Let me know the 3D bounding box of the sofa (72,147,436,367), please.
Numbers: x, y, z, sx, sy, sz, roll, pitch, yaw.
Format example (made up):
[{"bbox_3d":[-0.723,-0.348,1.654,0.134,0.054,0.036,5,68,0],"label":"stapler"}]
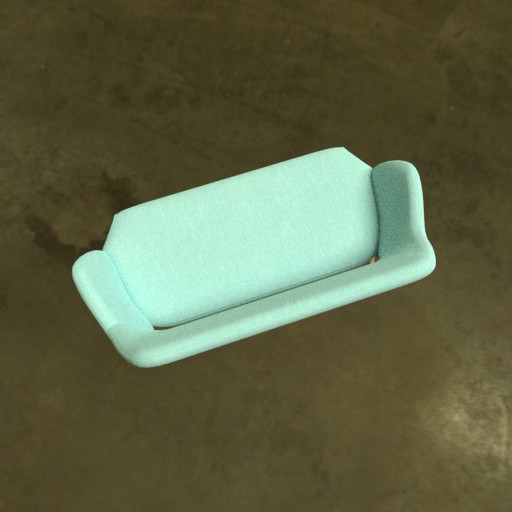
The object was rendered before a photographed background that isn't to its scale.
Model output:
[{"bbox_3d":[0.000,0.000,1.595,1.150,0.840,0.610,-17,75,-5],"label":"sofa"}]
